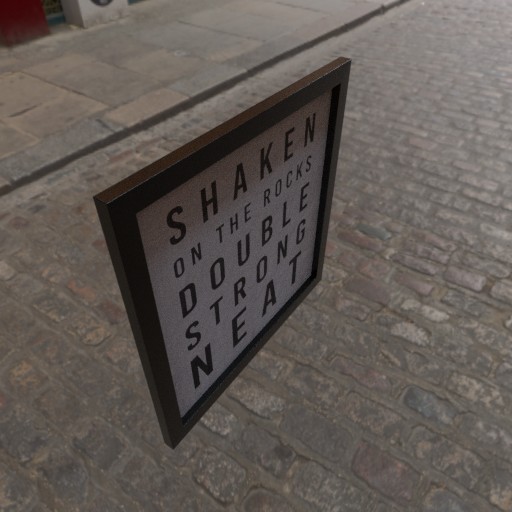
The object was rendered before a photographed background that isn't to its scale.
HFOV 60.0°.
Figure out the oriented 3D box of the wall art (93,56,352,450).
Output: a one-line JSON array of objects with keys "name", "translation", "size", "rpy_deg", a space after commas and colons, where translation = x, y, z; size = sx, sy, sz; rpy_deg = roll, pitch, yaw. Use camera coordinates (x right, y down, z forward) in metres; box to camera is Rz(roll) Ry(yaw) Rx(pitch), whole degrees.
[{"name": "wall art", "translation": [0.000, 0.000, 0.512], "size": [0.014, 0.349, 0.349], "rpy_deg": [26, 48, 26]}]
